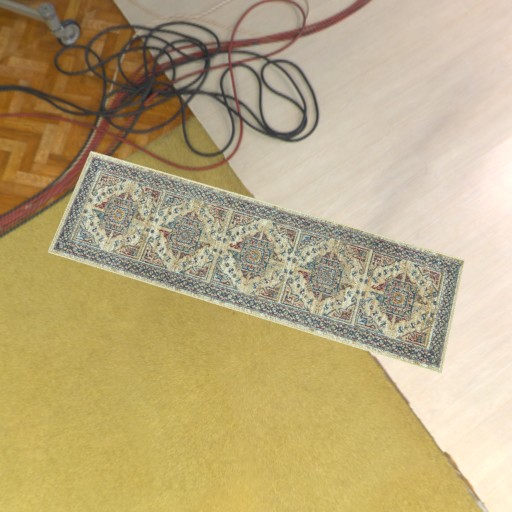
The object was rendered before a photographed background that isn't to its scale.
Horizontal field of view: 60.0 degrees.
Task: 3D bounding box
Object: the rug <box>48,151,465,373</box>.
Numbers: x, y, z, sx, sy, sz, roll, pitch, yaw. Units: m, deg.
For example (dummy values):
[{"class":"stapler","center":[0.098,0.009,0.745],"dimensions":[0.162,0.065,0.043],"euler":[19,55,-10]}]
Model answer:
[{"class":"rug","center":[0.000,0.000,2.540],"dimensions":[2.297,0.013,0.661],"euler":[17,77,4]}]
